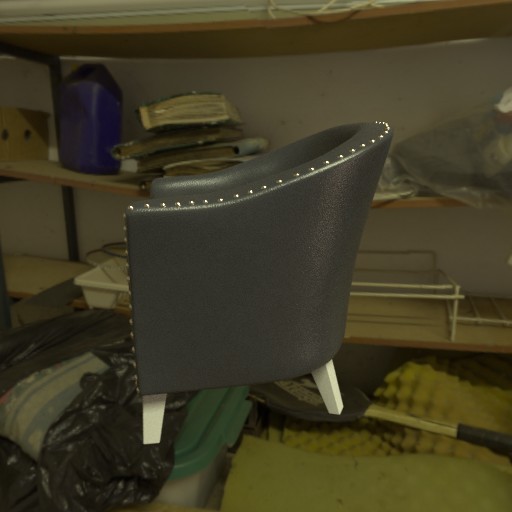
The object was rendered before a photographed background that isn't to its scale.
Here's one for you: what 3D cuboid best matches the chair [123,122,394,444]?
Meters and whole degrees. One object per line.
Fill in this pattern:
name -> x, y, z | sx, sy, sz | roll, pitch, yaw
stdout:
chair -> 0.000, 0.000, 1.419 | 0.748, 0.823, 0.794 | -2, 14, -8
